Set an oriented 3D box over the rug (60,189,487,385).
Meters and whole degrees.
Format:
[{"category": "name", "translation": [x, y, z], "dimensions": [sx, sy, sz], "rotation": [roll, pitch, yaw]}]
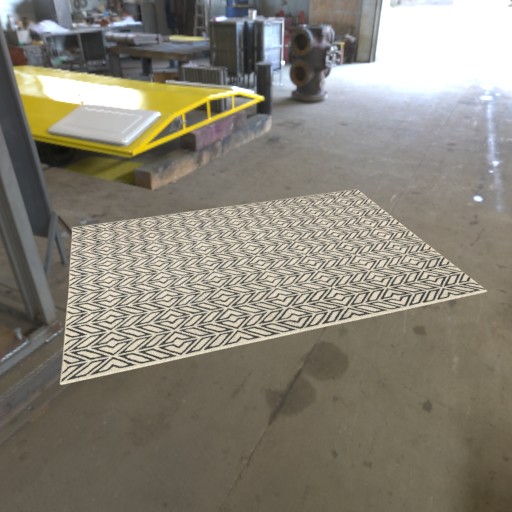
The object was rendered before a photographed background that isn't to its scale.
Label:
[{"category": "rug", "translation": [0.000, 0.000, 2.281], "dimensions": [1.828, 0.007, 1.220], "rotation": [-9, 33, -15]}]
